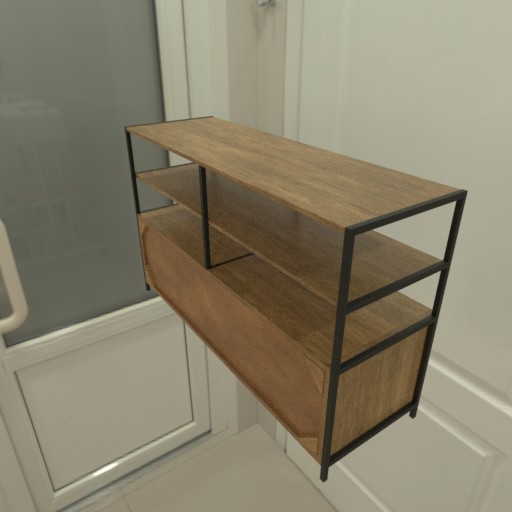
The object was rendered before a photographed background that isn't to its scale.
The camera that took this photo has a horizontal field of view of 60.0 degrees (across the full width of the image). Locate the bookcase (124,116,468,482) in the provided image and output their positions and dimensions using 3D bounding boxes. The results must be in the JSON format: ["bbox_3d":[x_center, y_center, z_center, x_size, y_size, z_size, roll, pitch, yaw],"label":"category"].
[{"bbox_3d":[0.000,0.000,1.491,0.391,0.712,1.149,-18,32,-31],"label":"bookcase"}]
